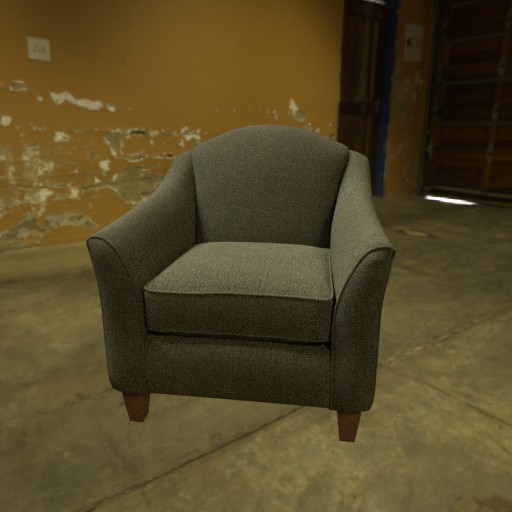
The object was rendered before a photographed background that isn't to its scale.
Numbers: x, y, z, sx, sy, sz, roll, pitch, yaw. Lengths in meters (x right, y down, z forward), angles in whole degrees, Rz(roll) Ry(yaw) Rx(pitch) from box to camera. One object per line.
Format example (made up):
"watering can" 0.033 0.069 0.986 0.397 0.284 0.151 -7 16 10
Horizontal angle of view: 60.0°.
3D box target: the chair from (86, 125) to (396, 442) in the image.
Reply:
"chair" 0.000 0.000 1.453 0.763 0.839 0.787 2 15 8
